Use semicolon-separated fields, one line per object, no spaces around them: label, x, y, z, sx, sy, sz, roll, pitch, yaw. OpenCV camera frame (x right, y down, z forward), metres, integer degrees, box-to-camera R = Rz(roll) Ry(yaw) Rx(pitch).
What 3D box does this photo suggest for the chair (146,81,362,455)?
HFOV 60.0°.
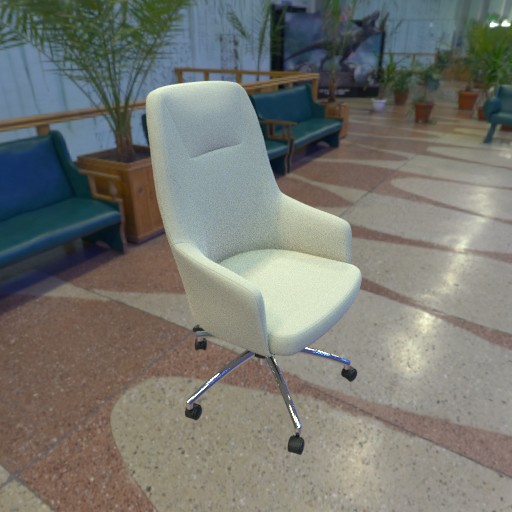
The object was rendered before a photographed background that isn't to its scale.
chair;0.000;0.000;1.472;0.640;1.049;0.620;17;31;31
